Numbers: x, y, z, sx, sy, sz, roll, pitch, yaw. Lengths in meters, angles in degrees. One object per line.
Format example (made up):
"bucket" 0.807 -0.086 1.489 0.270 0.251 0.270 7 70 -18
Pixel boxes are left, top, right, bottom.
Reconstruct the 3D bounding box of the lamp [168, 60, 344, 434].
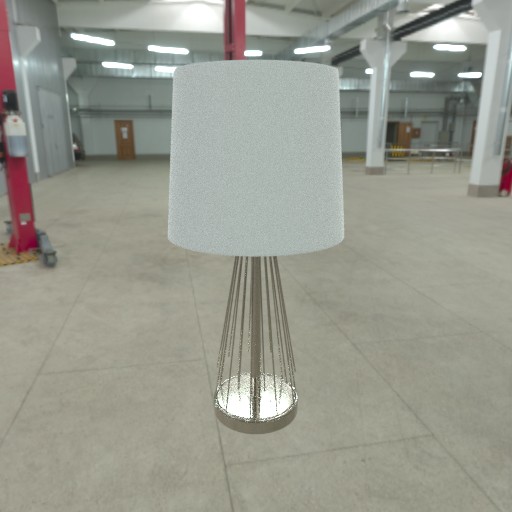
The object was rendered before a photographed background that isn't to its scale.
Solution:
"lamp" 0.000 0.000 0.787 0.303 0.618 0.303 0 16 0
